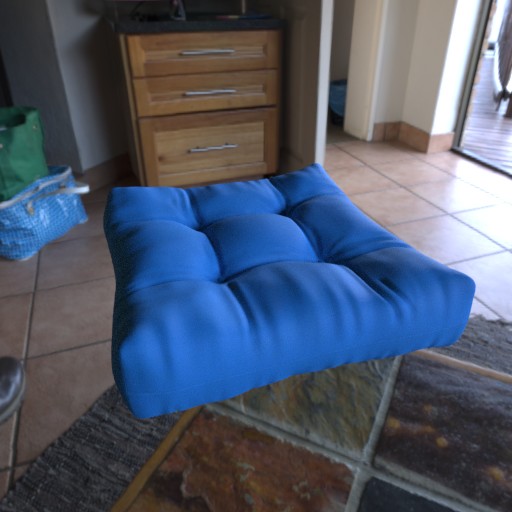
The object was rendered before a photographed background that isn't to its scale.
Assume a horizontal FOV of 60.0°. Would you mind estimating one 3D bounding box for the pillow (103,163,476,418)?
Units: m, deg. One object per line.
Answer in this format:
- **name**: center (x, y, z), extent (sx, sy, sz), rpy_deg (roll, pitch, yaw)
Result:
- **pillow**: center (0.000, 0.000, 0.723), extent (0.468, 0.128, 0.490), rpy_deg (-9, 32, -15)
